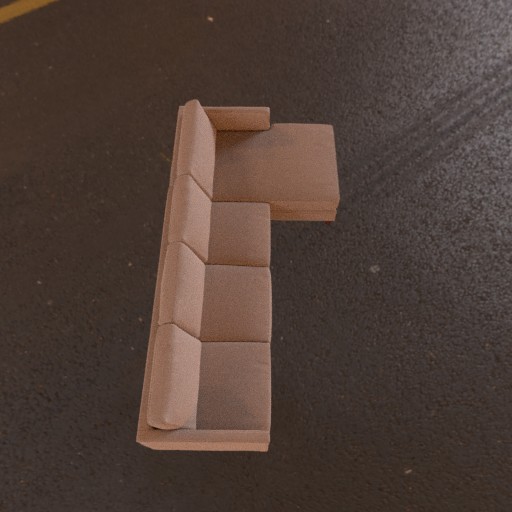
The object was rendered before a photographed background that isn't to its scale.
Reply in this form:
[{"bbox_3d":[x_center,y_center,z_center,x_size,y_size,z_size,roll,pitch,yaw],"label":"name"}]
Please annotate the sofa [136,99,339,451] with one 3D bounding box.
[{"bbox_3d":[0.000,0.000,3.990,1.625,0.861,3.186,1,62,0],"label":"sofa"}]
